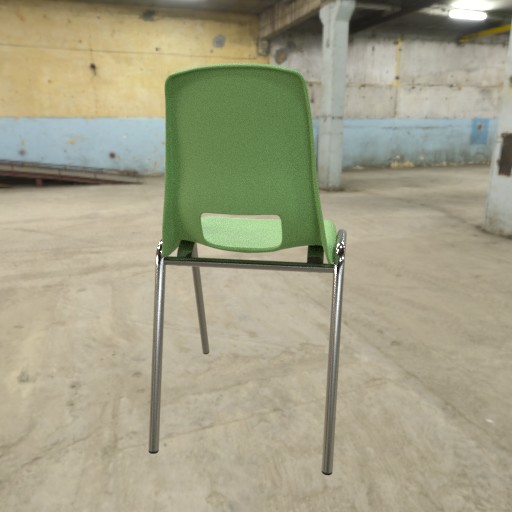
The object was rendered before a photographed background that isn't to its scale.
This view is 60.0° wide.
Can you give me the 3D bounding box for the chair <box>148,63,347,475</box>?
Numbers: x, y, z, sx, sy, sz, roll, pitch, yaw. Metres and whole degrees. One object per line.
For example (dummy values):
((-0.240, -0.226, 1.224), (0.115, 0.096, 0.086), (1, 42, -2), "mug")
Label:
((0.000, 0.000, 0.948), (0.381, 0.704, 0.436), (3, 15, 9), "chair")
